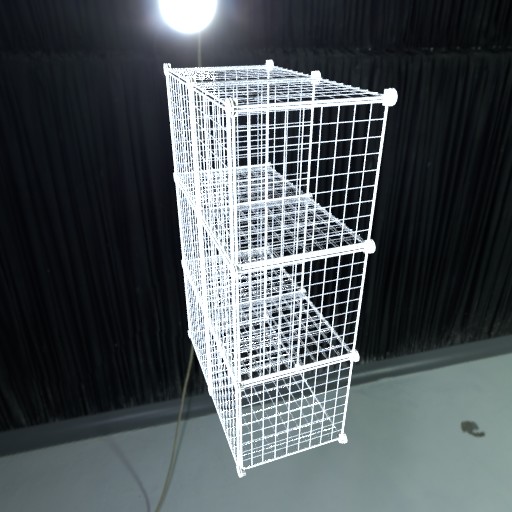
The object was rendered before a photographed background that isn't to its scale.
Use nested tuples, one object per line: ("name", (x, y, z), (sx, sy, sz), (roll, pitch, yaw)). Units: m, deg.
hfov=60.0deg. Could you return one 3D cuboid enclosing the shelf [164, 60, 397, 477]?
("shelf", (0.000, 0.000, 1.392), (0.356, 1.067, 0.711), (-10, 30, -17))
